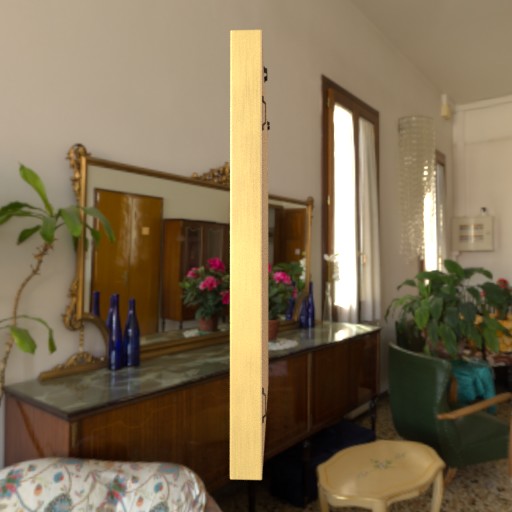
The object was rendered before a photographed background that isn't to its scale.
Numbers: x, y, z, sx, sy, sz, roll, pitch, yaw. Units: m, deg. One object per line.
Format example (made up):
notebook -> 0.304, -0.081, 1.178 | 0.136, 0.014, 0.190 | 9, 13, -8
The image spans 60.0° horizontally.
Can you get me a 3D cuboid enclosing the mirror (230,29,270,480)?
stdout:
mirror -> 0.000, 0.000, 0.702 | 0.041, 0.508, 0.405 | 0, -1, 3
